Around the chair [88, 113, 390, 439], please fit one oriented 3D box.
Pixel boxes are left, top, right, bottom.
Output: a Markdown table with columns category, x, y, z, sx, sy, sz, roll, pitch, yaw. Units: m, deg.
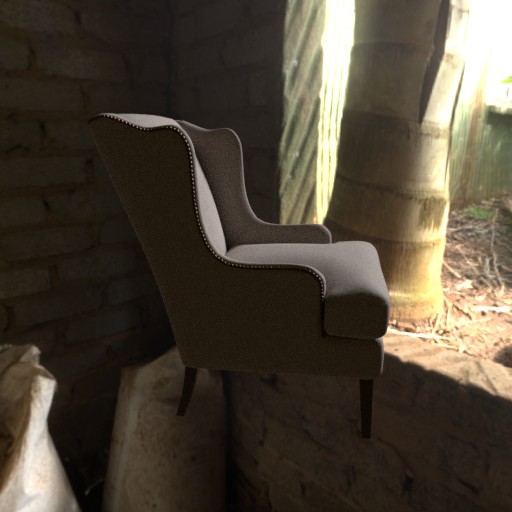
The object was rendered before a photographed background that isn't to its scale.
| category | x | y | z | sx | sy | sz | roll | pitch | yaw |
| --- | --- | --- | --- | --- | --- | --- | --- | --- | --- |
| chair | 0.000 | 0.000 | 1.688 | 0.940 | 1.029 | 0.737 | 3 | 15 | 10 |
